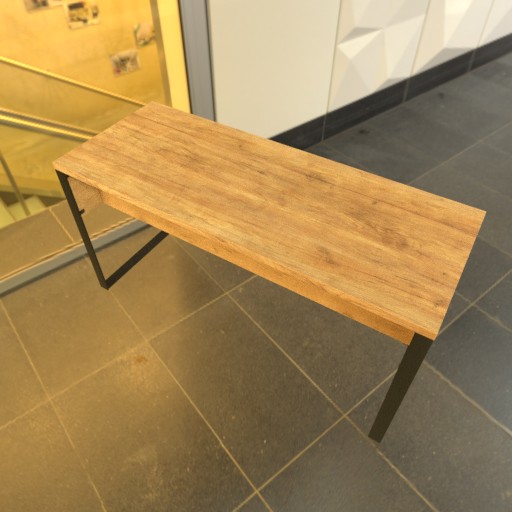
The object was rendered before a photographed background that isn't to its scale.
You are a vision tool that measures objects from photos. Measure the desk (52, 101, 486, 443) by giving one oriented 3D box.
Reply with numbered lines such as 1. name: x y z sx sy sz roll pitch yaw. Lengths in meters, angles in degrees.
1. desk: 0.000 0.000 1.920 1.520 0.760 0.600 24 51 21
